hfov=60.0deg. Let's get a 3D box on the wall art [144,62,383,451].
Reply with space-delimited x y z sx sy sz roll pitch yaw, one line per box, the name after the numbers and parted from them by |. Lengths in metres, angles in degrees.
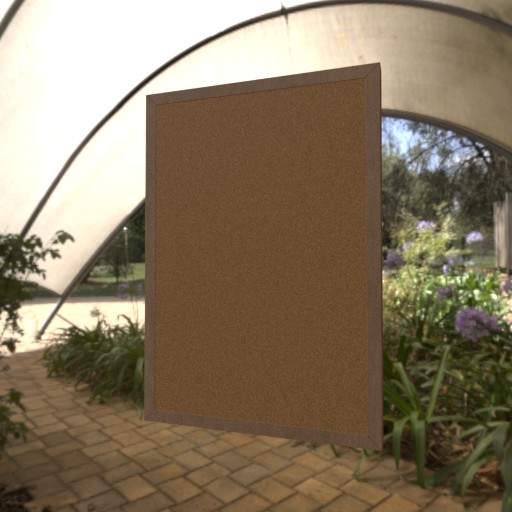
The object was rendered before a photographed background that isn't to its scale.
0.000 0.000 0.650 0.356 0.509 0.031 0 -1 19 | wall art
